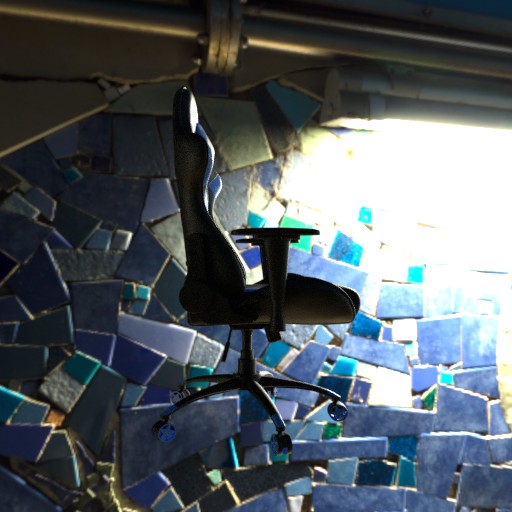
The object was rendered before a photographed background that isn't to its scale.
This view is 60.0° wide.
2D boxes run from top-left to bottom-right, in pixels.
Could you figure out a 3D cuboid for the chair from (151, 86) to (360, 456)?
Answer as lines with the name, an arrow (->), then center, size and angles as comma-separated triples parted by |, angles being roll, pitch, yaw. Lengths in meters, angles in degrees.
chair -> 0.000, 0.000, 1.739 | 0.730, 1.282, 0.695 | 0, -1, -1
